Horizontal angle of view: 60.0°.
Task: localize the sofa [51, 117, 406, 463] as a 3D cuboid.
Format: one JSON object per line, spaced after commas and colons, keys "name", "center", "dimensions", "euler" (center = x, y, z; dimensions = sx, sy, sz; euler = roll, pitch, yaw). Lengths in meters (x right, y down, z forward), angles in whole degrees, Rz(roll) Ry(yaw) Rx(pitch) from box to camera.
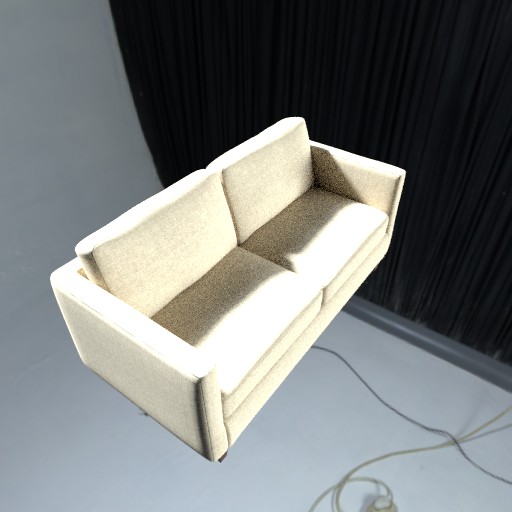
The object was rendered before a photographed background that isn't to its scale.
{"name": "sofa", "center": [0.000, 0.000, 2.494], "dimensions": [0.950, 0.963, 1.884], "euler": [25, 46, 27]}
